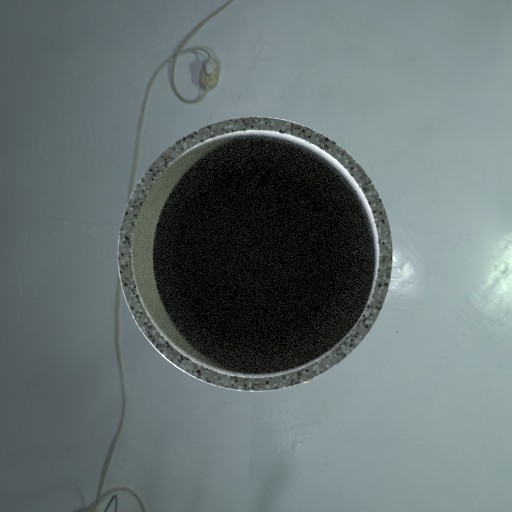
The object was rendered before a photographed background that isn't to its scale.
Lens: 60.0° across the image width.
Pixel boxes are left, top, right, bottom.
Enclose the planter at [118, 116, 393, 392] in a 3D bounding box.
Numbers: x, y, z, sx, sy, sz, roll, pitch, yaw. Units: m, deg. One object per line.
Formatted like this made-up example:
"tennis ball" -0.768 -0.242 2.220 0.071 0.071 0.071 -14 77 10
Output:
"planter" 0.000 0.000 0.697 0.360 0.419 0.360 0 89 0
